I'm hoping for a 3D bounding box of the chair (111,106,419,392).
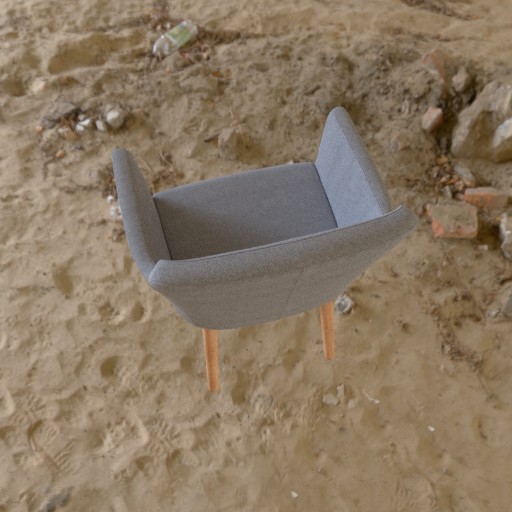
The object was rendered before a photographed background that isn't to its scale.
[{"bbox_3d":[0.000,0.000,1.141,0.570,0.780,0.540,-13,59,-8],"label":"chair"}]
